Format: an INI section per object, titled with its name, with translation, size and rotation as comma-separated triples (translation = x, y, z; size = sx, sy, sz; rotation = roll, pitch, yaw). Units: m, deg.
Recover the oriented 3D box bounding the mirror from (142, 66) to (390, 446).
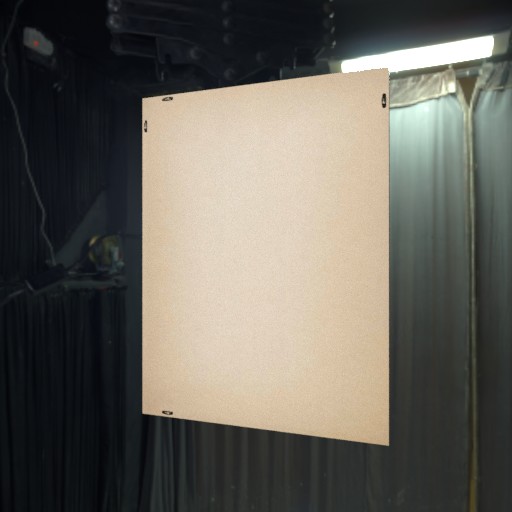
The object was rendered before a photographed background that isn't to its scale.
[mirror]
translation = 0.000, 0.000, 1.322
size = 0.762, 1.016, 0.041
rotation = 0, 0, 19
